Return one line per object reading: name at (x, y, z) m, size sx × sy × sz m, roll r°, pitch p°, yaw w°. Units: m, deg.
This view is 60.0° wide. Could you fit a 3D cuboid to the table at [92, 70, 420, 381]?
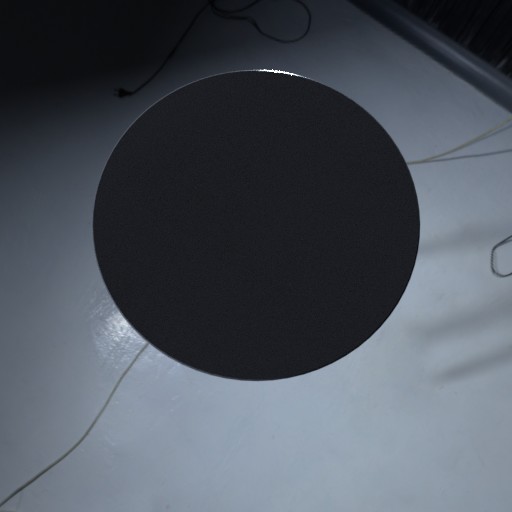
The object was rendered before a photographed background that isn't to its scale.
table at (0.000, 0.000, 0.941) m, size 0.500 × 0.550 × 0.500 m, roll 0°, pitch 75°, yaw 0°
